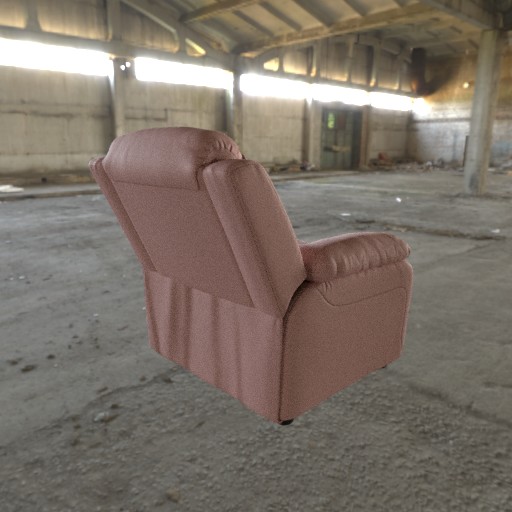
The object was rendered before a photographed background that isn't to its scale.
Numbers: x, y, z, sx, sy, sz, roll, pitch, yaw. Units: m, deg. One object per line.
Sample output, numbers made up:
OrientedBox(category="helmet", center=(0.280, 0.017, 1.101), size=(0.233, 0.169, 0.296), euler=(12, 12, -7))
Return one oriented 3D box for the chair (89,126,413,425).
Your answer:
OrientedBox(category="chair", center=(0.000, 0.000, 1.285), size=(0.709, 0.702, 0.680), euler=(-13, 19, -42))
